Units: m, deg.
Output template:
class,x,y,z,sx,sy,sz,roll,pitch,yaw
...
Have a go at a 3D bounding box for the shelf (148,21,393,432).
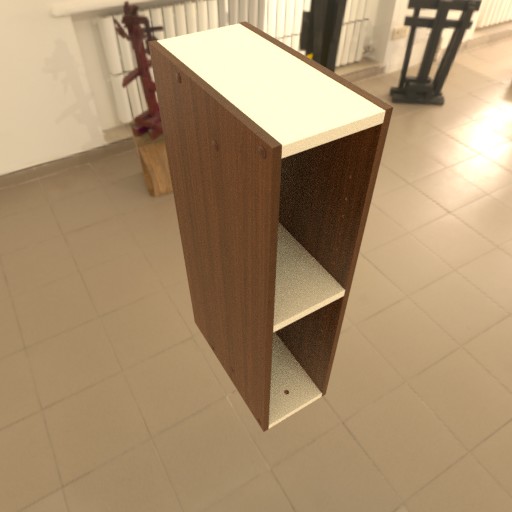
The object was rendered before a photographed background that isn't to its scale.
class,x,y,z,sx,sy,sz,roll,pitch,yaw
shelf,0.000,0.000,0.715,0.147,0.600,0.290,-24,50,-21
